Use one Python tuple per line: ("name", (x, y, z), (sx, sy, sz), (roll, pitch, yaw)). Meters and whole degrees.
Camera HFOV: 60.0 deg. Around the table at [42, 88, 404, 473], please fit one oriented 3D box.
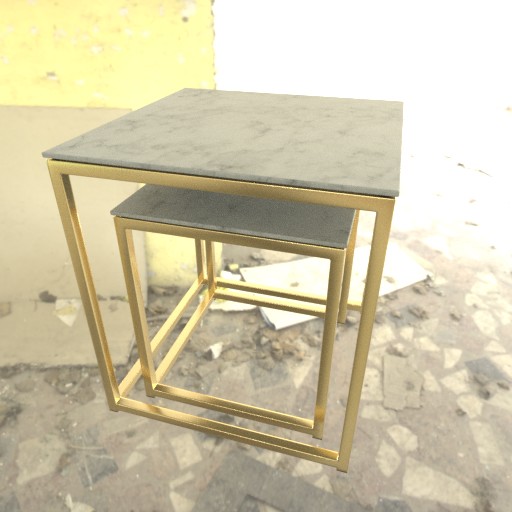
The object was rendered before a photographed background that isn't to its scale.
("table", (0.000, 0.000, 0.836), (0.450, 0.500, 0.450), (9, 32, 14))
